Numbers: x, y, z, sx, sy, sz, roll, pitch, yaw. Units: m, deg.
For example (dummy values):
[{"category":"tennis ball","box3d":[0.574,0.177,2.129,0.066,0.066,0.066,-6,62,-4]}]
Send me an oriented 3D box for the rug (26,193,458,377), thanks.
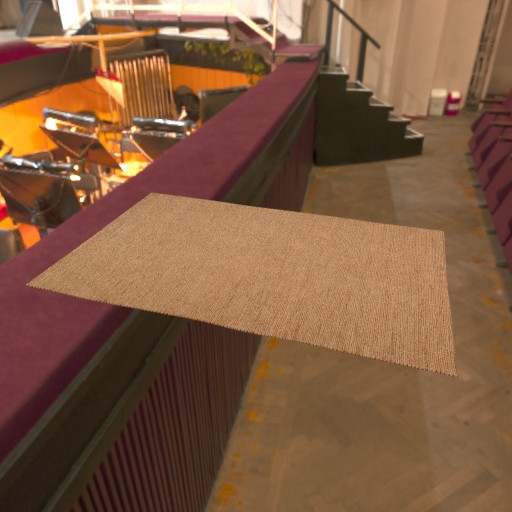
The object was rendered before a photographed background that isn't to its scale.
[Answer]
[{"category":"rug","box3d":[0.000,0.000,2.981,2.439,0.011,1.533,9,32,15]}]
